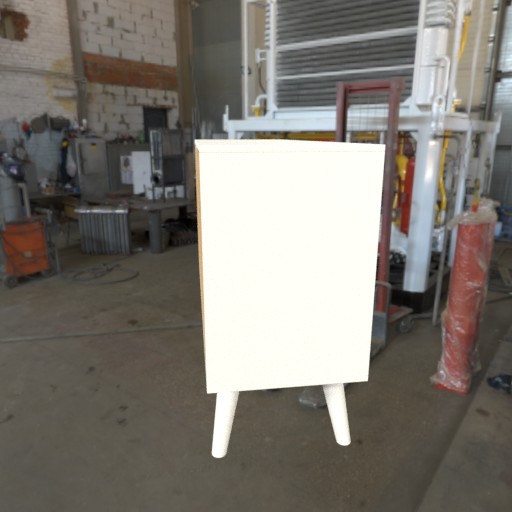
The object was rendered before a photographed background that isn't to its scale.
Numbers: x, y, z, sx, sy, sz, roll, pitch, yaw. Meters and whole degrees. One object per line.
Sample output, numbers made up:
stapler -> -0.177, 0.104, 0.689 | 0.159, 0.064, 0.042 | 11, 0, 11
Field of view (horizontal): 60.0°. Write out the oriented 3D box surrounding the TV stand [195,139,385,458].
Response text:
TV stand -> 0.000, 0.000, 1.620 | 0.406, 0.812, 1.193 | -2, 15, -8
